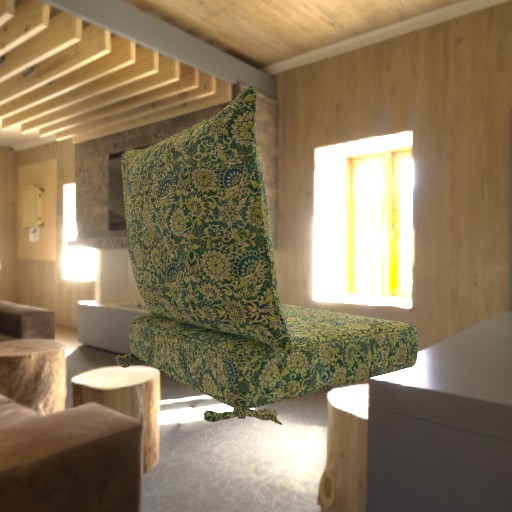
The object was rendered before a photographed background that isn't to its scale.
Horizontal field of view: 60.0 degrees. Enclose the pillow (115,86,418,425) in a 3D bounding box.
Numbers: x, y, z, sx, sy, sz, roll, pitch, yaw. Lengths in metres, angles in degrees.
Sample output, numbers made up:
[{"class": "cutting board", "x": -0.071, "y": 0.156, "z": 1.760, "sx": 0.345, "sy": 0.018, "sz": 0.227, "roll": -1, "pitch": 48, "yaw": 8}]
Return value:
[{"class": "pillow", "x": 0.000, "y": 0.000, "z": 1.386, "sx": 0.740, "sy": 0.722, "sz": 0.798, "roll": -1, "pitch": 1, "yaw": -36}]
